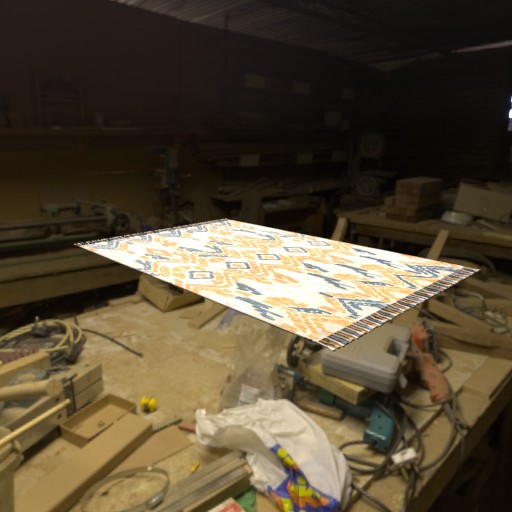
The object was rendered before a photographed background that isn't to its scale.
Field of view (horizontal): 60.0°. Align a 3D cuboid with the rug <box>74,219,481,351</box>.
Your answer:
[{"bbox_3d":[0.000,0.000,3.057,1.533,0.010,2.428,-14,21,-43],"label":"rug"}]
